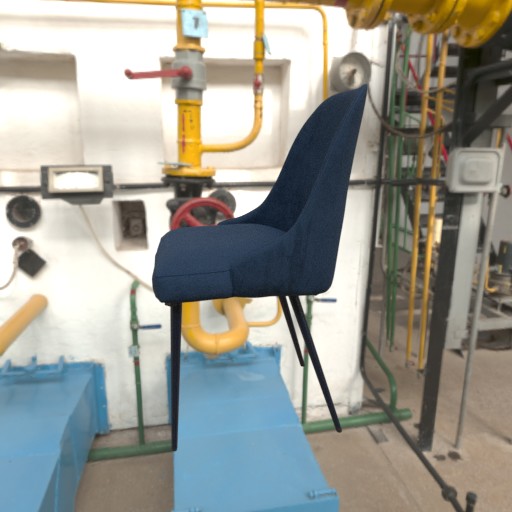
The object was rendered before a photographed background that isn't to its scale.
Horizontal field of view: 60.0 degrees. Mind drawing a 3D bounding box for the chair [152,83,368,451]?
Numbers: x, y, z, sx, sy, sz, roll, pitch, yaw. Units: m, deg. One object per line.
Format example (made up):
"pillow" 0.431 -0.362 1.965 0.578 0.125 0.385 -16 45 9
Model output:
"chair" 0.000 0.000 1.241 0.559 0.896 0.478 -2 14 -9
